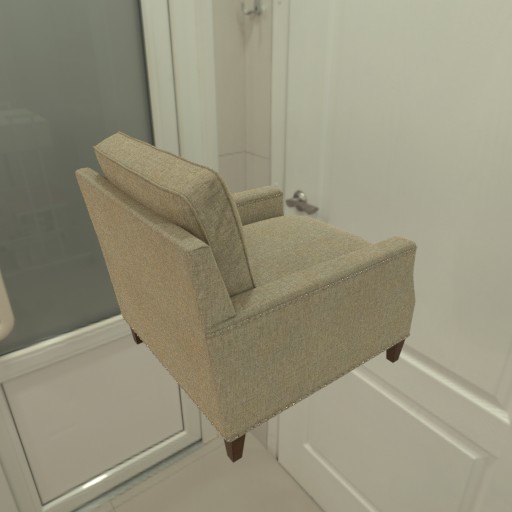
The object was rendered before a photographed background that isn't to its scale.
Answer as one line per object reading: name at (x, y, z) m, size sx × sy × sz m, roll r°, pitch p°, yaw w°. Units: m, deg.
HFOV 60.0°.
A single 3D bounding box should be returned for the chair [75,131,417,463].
chair at (0.000, 0.000, 1.718) m, size 1.014 × 0.943 × 0.853 m, roll -18°, pitch 32°, yaw -32°
